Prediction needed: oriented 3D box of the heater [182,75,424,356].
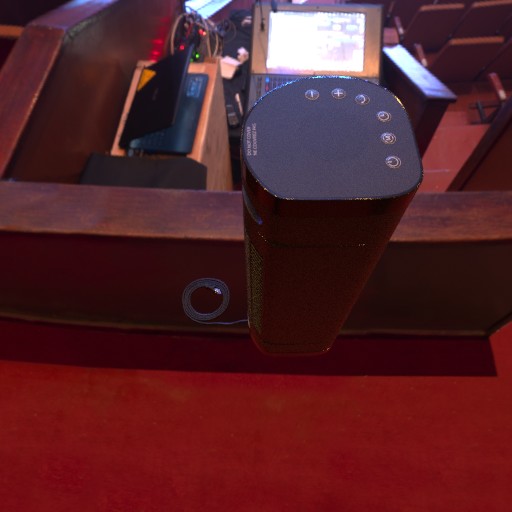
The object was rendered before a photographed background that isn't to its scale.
[{"bbox_3d":[0.000,0.000,0.681,0.312,0.552,0.174,-1,63,-1],"label":"heater"}]
